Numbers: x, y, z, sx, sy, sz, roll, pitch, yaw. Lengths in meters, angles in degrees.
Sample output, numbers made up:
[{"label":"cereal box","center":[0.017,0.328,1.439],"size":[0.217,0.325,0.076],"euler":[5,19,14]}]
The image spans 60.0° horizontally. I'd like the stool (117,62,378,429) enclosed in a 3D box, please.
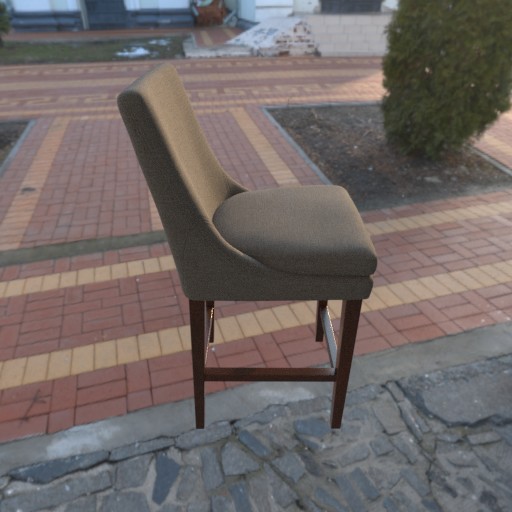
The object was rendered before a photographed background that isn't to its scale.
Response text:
[{"label":"stool","center":[0.000,0.000,1.275],"size":[0.577,0.981,0.470],"euler":[0,31,0]}]
